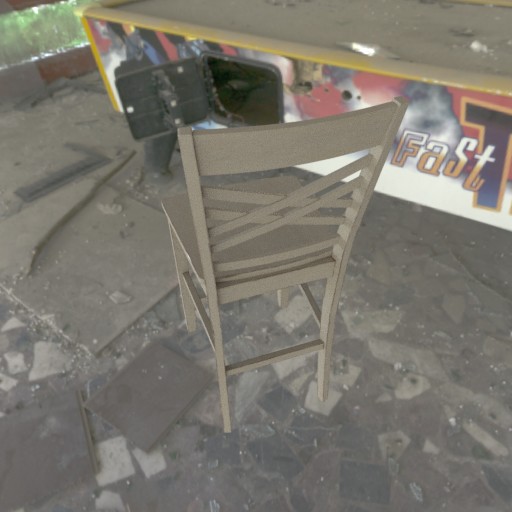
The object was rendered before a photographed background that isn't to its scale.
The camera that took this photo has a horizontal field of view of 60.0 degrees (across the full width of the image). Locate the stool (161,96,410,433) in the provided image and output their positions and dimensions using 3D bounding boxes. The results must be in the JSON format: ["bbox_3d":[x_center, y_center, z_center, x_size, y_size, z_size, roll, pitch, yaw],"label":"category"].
[{"bbox_3d":[0.000,0.000,1.341,0.462,1.079,0.539,-13,42,-15],"label":"stool"}]
